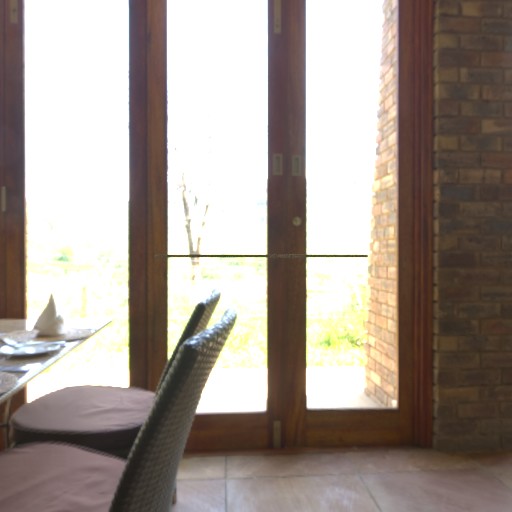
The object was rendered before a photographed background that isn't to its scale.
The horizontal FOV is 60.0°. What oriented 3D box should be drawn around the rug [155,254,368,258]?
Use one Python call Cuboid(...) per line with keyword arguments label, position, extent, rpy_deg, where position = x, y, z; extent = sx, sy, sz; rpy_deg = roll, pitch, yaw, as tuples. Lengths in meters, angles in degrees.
Cuboid(label="rug", position=(0.000, 0.000, 2.769), extent=(0.750, 0.011, 2.435), rpy_deg=(0, 0, -1))
